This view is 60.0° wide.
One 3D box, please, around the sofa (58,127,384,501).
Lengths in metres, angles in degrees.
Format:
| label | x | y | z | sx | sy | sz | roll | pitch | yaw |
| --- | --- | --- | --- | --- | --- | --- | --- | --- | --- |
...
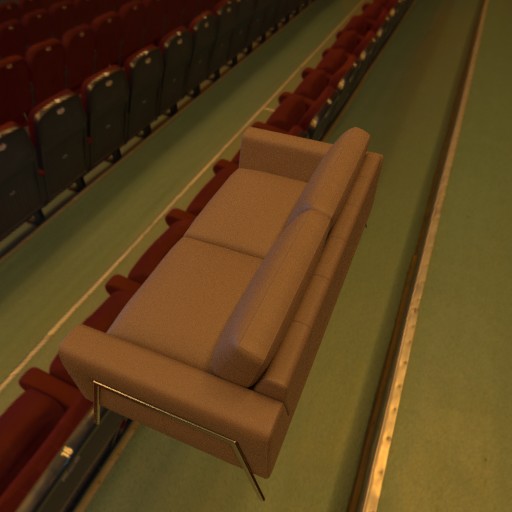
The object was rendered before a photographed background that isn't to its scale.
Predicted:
| label | x | y | z | sx | sy | sz | roll | pitch | yaw |
| --- | --- | --- | --- | --- | --- | --- | --- | --- | --- |
| sofa | 0.000 | 0.000 | 2.450 | 0.953 | 0.875 | 2.017 | 17 | 47 | 16 |
